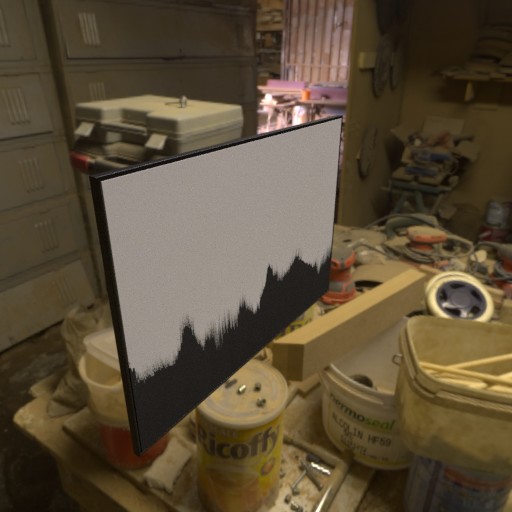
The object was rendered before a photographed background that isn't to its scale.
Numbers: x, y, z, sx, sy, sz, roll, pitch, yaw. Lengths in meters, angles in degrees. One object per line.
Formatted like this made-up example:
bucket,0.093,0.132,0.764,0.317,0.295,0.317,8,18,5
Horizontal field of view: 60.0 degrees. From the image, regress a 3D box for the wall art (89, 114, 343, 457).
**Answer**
wall art,0.000,0.000,1.244,0.019,0.660,0.957,17,30,32
